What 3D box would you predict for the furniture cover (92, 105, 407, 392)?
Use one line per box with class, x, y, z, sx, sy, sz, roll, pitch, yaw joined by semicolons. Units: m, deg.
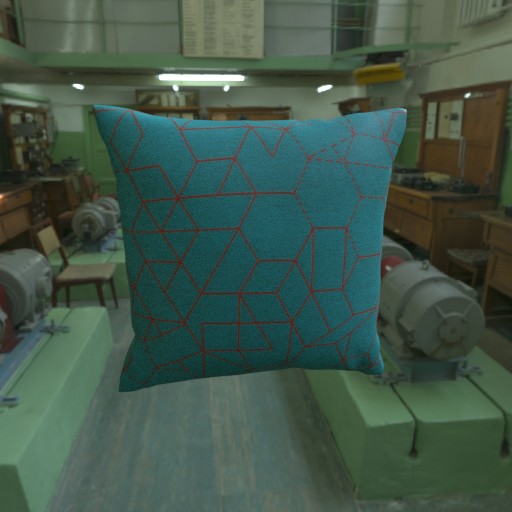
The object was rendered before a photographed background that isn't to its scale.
furniture cover;0.000;0.000;0.791;0.517;0.508;0.158;-2;16;-8
